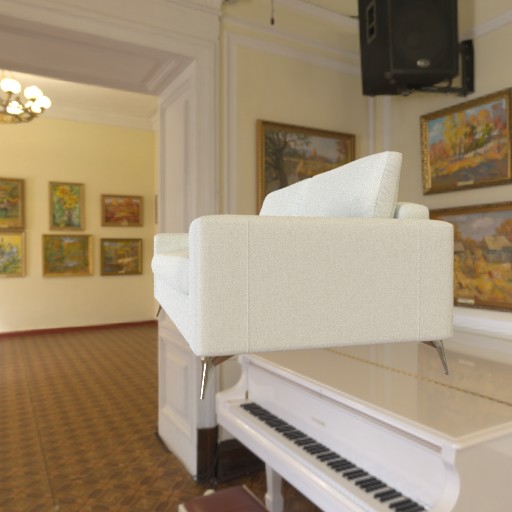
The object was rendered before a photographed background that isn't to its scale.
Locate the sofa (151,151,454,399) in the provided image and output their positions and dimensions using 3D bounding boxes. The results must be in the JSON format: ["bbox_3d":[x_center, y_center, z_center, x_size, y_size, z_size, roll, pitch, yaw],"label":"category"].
[{"bbox_3d":[0.000,0.000,2.151,0.920,0.790,1.650,0,1,-17],"label":"sofa"}]
